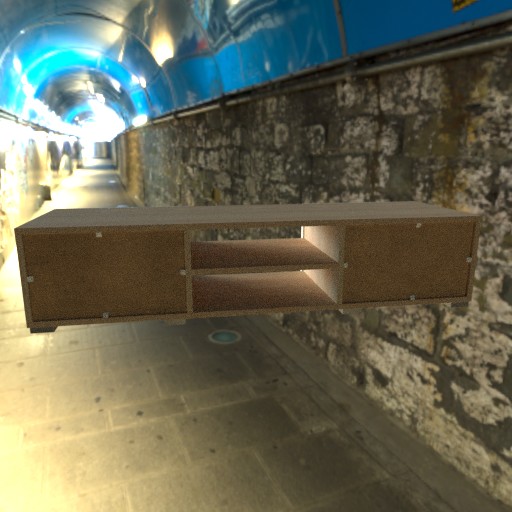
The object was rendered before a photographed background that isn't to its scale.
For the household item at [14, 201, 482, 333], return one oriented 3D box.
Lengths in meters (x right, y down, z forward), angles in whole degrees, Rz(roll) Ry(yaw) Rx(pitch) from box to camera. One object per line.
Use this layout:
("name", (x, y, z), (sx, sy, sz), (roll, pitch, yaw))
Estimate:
("household item", (0.000, 0.000, 1.550), (1.400, 0.310, 0.420), (-2, 14, -9))
